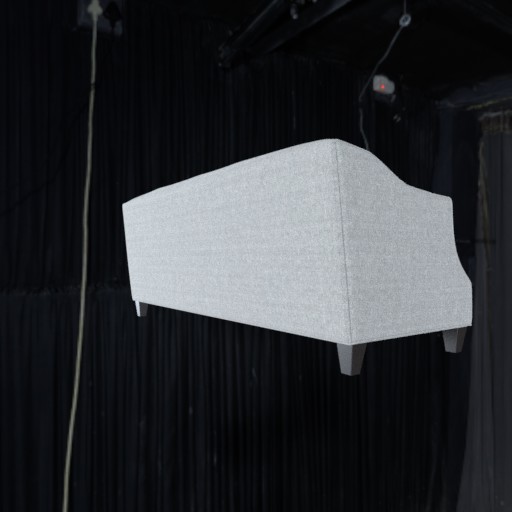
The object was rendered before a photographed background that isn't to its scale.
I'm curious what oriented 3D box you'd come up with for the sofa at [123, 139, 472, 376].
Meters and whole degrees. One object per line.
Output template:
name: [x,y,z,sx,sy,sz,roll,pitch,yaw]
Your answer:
sofa: [0.000,0.000,2.709,0.914,0.901,2.235,0,-1,-35]
